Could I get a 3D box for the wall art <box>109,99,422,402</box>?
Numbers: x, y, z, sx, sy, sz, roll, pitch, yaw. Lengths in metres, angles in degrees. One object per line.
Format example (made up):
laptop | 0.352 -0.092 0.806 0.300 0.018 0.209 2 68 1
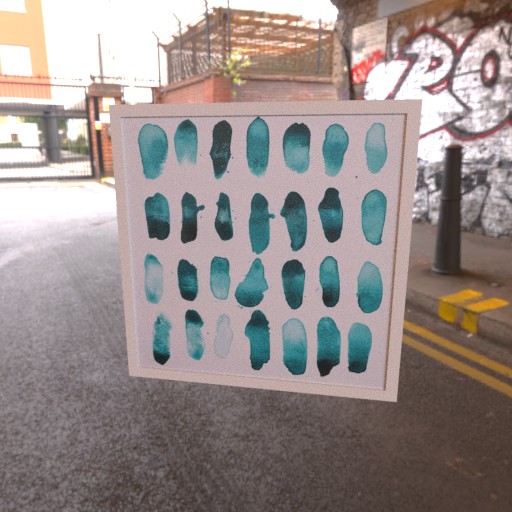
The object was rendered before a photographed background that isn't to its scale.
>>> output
wall art | 0.000 0.000 1.235 0.812 0.813 0.013 3 14 10
